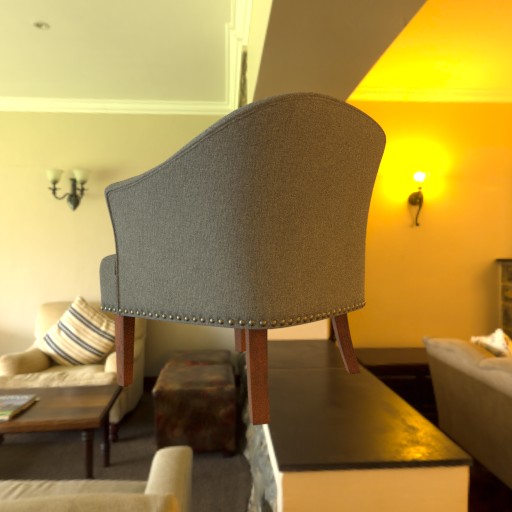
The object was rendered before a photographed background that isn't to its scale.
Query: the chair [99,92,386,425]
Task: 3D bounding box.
[{"bbox_3d":[0.000,0.000,1.423,0.704,0.815,0.798,0,1,37],"label":"chair"}]
